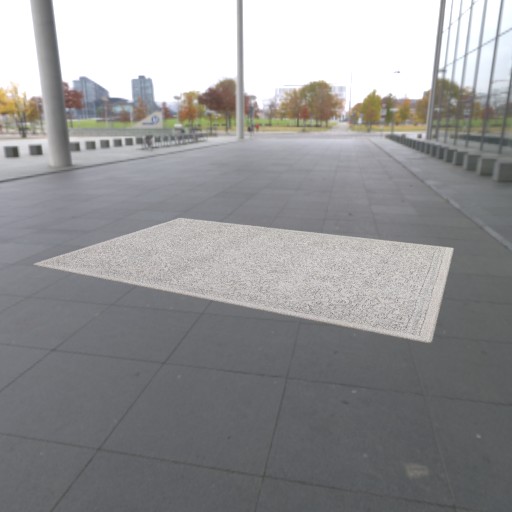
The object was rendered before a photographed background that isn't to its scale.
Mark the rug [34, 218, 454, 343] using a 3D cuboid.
[{"bbox_3d":[0.000,0.000,2.876,2.286,0.011,1.524,8,19,25],"label":"rug"}]
